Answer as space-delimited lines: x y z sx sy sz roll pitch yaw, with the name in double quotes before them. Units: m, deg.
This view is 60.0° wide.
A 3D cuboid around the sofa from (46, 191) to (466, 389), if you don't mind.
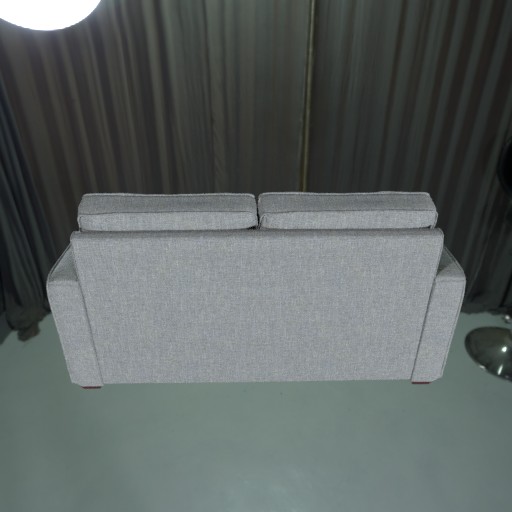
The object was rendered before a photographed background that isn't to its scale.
"sofa" 0.000 0.000 2.211 1.706 0.915 0.945 -1 30 -1
